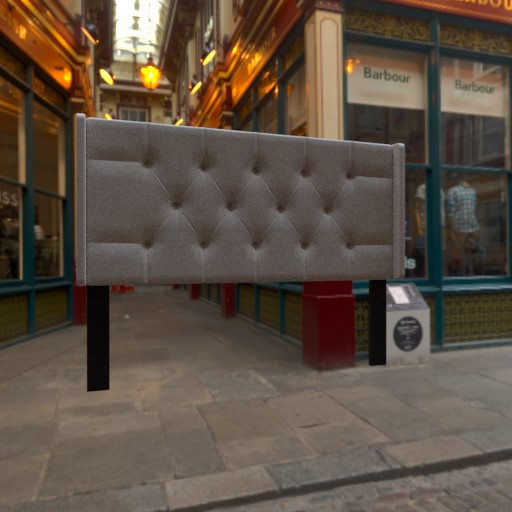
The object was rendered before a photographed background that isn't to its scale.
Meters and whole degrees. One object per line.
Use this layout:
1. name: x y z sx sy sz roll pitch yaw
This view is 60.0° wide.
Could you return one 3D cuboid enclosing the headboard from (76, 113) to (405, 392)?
1. headboard: 0.000 0.000 2.739 2.051 1.524 0.184 0 0 -18
